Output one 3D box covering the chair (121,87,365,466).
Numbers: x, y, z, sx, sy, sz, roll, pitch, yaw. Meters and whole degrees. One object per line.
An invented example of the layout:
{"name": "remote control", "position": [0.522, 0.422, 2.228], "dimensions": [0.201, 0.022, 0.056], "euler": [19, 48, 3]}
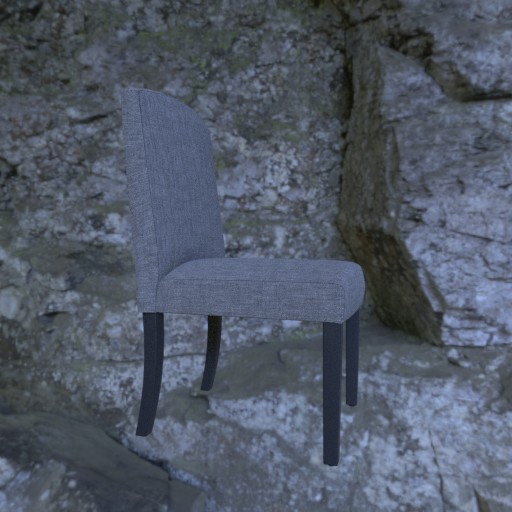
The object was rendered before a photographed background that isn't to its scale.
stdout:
{"name": "chair", "position": [0.000, 0.000, 1.239], "dimensions": [0.580, 0.917, 0.451], "euler": [0, 1, 19]}
